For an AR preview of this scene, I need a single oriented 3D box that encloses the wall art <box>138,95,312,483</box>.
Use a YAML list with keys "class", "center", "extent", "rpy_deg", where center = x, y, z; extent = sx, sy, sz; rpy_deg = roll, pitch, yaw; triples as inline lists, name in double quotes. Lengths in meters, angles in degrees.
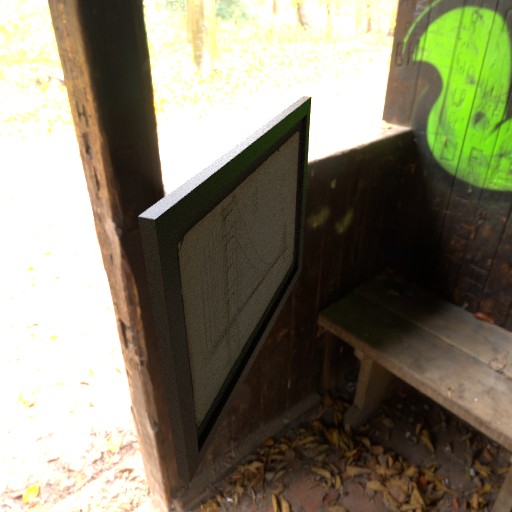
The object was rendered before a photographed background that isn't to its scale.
- class: "wall art"
  center: [0.000, 0.000, 0.559]
  extent: [0.016, 0.306, 0.432]
  rpy_deg: [11, 33, 17]
